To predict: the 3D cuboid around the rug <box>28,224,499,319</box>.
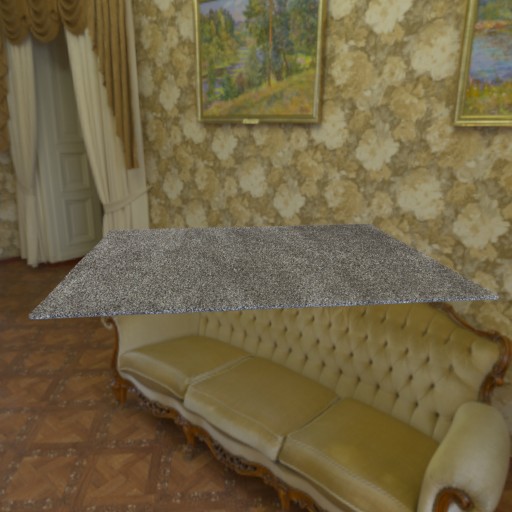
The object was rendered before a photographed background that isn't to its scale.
[{"bbox_3d":[0.000,0.000,3.939,3.000,0.025,2.401,-2,16,-6],"label":"rug"}]
